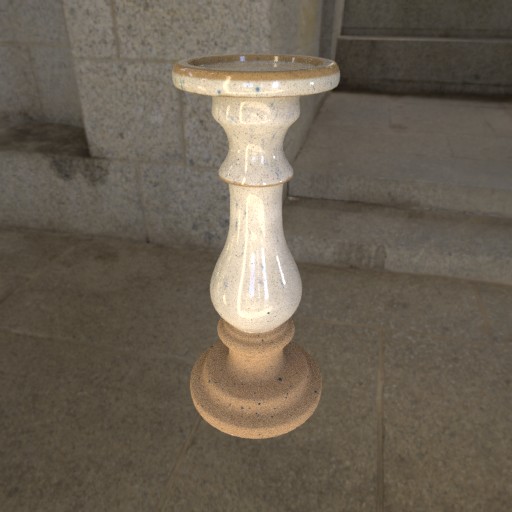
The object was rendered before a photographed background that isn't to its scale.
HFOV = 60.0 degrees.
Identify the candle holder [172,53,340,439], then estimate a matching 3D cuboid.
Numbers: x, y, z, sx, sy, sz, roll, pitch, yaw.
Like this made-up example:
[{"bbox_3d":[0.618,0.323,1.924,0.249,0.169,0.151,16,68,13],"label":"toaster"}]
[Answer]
[{"bbox_3d":[0.000,0.000,0.251,0.088,0.203,0.088,0,30,0],"label":"candle holder"}]
